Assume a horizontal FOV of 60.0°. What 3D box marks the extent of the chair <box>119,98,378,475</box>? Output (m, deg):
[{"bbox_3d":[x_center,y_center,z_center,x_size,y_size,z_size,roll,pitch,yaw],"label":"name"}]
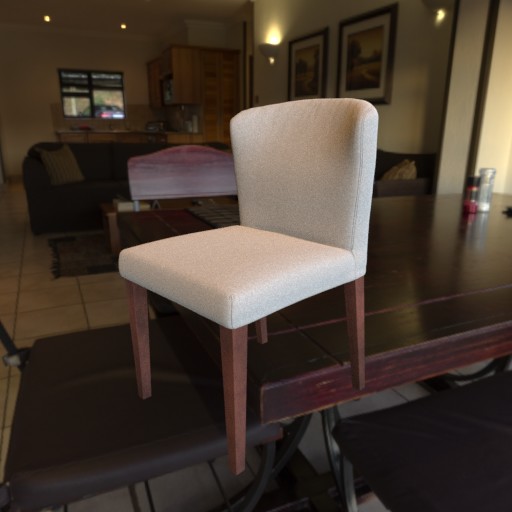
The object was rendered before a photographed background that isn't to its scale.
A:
[{"bbox_3d":[0.000,0.000,1.218,0.592,0.839,0.491,-15,22,-42],"label":"chair"}]
